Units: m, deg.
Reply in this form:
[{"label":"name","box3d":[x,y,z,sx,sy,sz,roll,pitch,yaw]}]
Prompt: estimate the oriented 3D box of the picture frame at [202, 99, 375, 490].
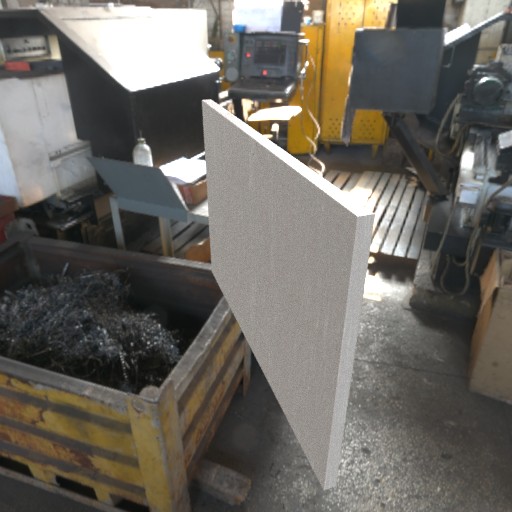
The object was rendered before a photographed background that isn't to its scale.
[{"label":"picture frame","box3d":[0.000,0.000,1.184,0.029,0.640,0.950,-10,31,-17]}]
